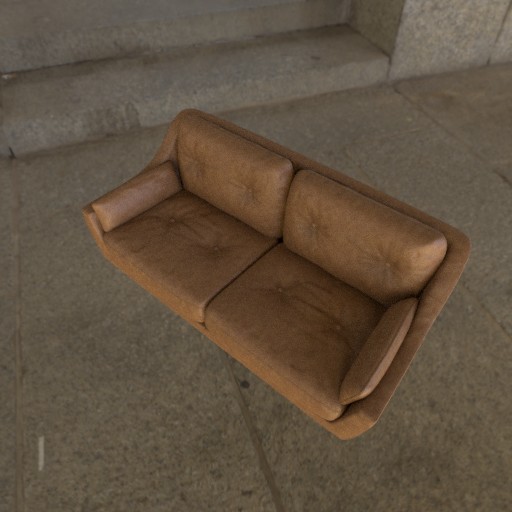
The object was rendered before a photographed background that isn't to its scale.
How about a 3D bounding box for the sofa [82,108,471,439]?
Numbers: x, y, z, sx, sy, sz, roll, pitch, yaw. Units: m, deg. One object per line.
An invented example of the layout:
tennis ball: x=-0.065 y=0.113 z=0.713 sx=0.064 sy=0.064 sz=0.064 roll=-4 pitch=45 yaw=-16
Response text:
sofa: x=0.000 y=0.000 z=2.376 sx=1.902 sy=0.839 sz=0.904 roll=32 pitch=55 yaw=26
